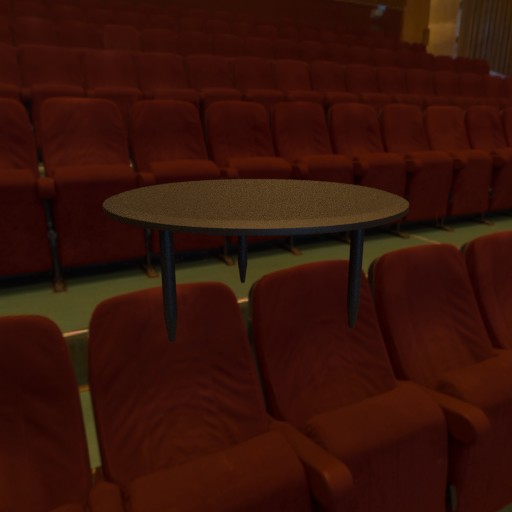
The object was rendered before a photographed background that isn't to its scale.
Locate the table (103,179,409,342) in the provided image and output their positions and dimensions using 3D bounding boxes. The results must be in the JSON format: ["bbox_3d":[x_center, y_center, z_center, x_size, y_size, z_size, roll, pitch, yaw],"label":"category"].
[{"bbox_3d":[0.000,0.000,1.424,0.900,0.400,0.900,0,16,0],"label":"table"}]
